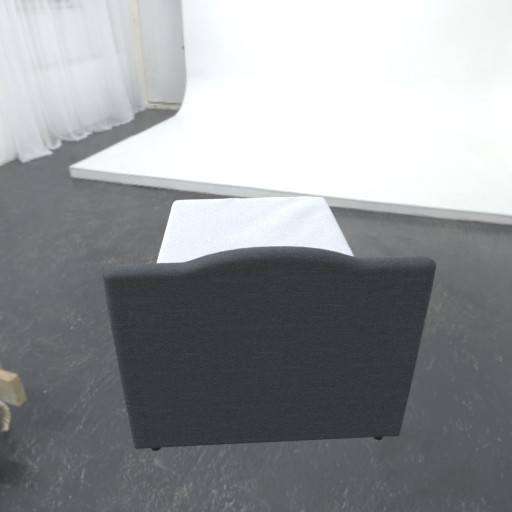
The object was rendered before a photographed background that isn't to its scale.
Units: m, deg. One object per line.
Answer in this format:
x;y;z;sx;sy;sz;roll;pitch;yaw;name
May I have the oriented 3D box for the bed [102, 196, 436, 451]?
0.000;0.000;3.585;1.747;1.441;2.507;-2;30;-3;bed
